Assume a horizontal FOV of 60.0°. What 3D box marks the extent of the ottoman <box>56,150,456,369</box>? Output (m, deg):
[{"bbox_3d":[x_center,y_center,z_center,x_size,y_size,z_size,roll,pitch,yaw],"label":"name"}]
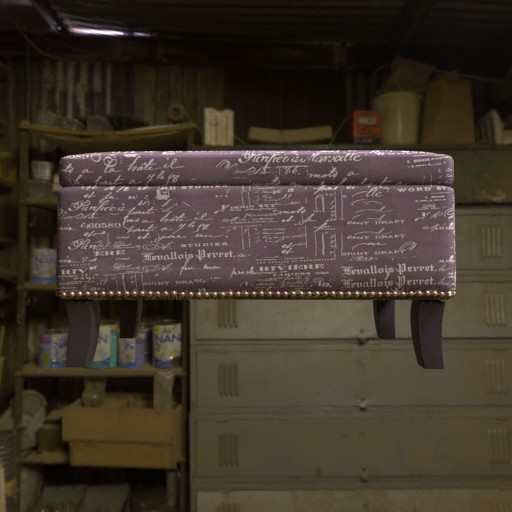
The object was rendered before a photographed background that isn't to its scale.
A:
[{"bbox_3d":[0.000,0.000,1.081,0.813,0.457,0.406,0,0,1],"label":"ottoman"}]
